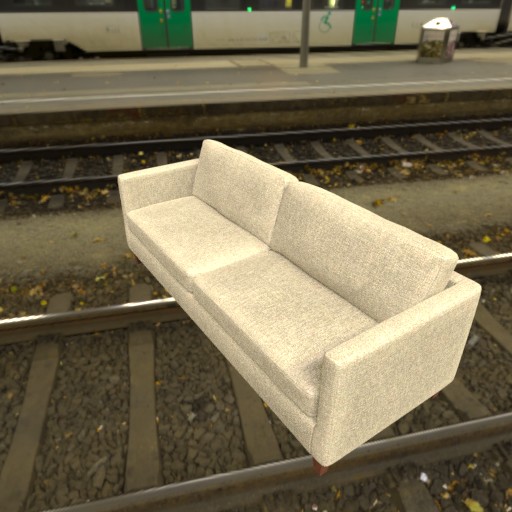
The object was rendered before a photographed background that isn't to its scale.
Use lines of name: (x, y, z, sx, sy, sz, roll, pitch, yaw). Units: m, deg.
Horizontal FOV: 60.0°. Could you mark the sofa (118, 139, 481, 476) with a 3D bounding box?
sofa: (0.000, 0.000, 2.827, 0.948, 0.951, 2.434, -19, 35, -29)
